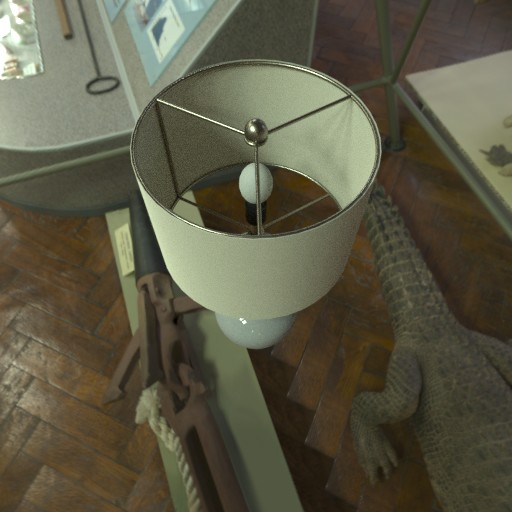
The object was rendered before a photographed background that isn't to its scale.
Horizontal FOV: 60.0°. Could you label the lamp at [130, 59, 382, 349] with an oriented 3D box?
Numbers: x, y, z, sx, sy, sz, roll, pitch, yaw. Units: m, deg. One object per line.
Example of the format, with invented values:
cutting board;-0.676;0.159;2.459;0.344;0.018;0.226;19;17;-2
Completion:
lamp;0.000;0.000;0.941;0.367;0.730;0.367;-17;60;-10
